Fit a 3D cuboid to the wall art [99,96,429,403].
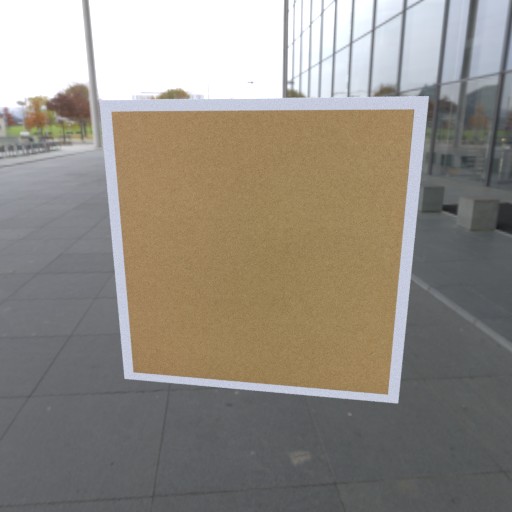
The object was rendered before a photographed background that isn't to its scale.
[{"bbox_3d":[0.000,0.000,1.137,0.763,0.761,0.038,2,16,9],"label":"wall art"}]
